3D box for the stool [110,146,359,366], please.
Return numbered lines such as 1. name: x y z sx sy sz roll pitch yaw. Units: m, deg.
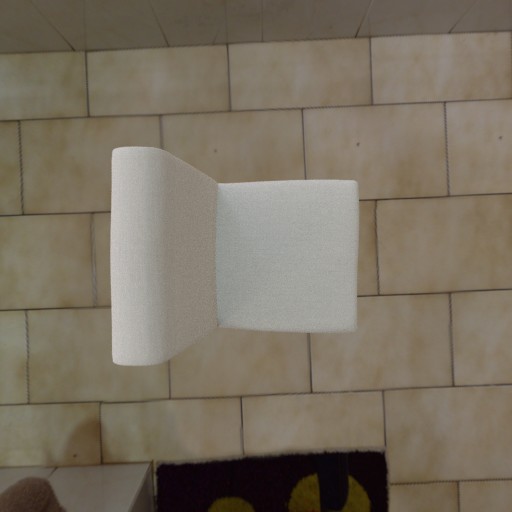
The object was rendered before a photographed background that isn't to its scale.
1. stool: 0.000 0.000 1.447 0.597 1.124 0.452 0 90 0
